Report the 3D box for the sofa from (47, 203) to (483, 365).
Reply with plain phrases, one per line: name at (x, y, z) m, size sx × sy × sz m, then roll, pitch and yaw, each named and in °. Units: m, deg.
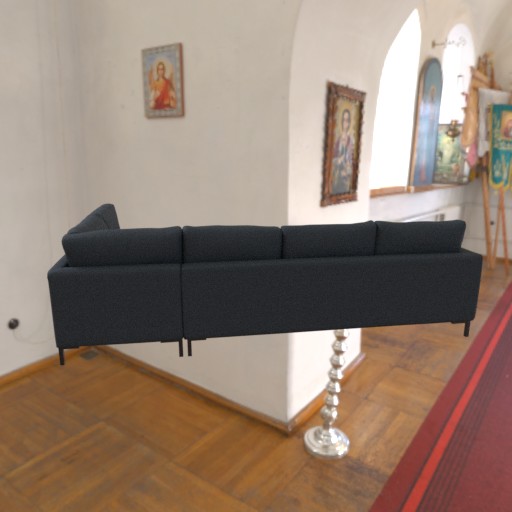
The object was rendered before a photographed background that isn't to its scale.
sofa at (0.000, 0.000, 3.883) m, size 2.975 × 0.858 × 1.984 m, roll -2°, pitch 14°, yaw -9°
